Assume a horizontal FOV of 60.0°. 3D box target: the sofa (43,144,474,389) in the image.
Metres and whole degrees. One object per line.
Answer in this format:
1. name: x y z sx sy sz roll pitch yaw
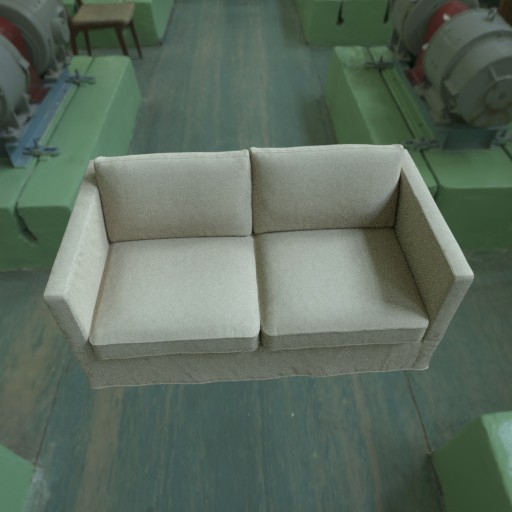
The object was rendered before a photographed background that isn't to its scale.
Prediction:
1. sofa: 0.000 0.000 2.229 1.719 0.835 0.962 -3 46 -2
